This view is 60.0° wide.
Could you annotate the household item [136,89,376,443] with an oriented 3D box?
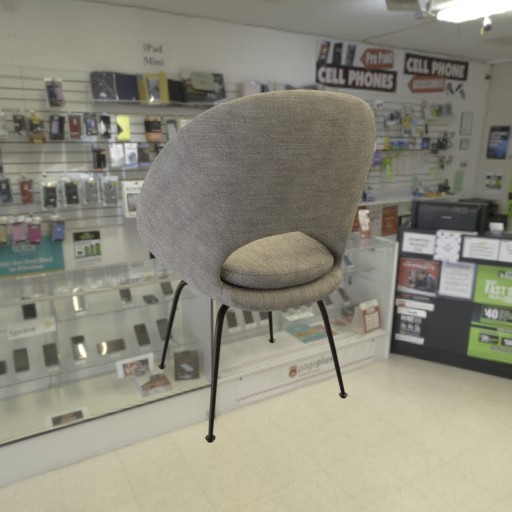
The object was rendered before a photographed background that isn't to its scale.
[{"bbox_3d":[0.000,0.000,1.305,0.643,0.869,0.587,-7,16,-27],"label":"household item"}]
